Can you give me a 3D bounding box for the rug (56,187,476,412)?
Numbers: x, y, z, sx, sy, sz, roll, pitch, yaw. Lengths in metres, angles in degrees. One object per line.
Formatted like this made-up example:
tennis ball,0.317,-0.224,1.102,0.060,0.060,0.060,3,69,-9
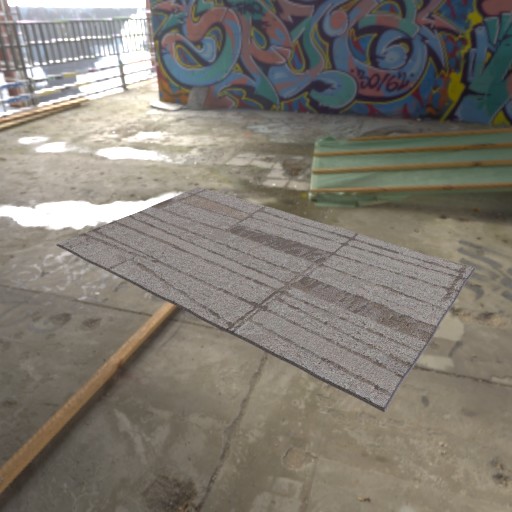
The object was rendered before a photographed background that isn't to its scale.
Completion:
rug,0.000,0.000,1.056,0.867,0.007,0.515,20,35,32
